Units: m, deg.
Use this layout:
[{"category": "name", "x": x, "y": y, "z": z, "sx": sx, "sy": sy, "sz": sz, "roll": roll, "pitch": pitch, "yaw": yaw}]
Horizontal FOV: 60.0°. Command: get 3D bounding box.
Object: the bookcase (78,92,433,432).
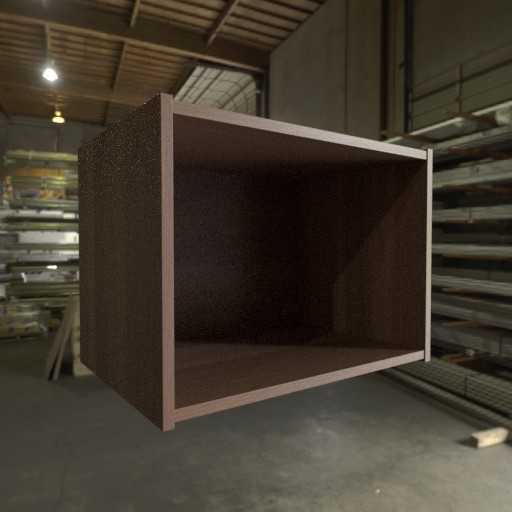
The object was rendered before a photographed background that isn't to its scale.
[{"category": "bookcase", "x": 0.000, "y": 0.000, "z": 0.636, "sx": 0.415, "sy": 0.305, "sz": 0.290, "roll": -1, "pitch": 2, "yaw": -36}]
